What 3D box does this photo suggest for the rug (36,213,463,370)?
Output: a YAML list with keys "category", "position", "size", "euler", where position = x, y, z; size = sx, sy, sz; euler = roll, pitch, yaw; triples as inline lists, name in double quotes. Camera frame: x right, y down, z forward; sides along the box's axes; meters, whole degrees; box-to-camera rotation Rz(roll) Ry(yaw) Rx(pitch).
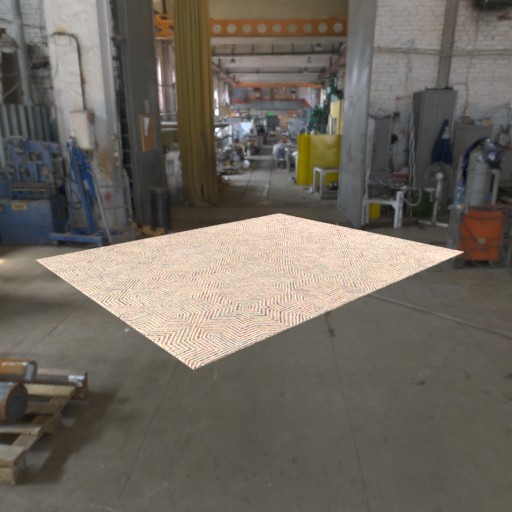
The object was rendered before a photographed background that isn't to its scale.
- category: "rug"
  position: [0.000, 0.000, 4.035]
  size: [3.046, 0.008, 2.442]
  euler: [-15, 22, -40]
